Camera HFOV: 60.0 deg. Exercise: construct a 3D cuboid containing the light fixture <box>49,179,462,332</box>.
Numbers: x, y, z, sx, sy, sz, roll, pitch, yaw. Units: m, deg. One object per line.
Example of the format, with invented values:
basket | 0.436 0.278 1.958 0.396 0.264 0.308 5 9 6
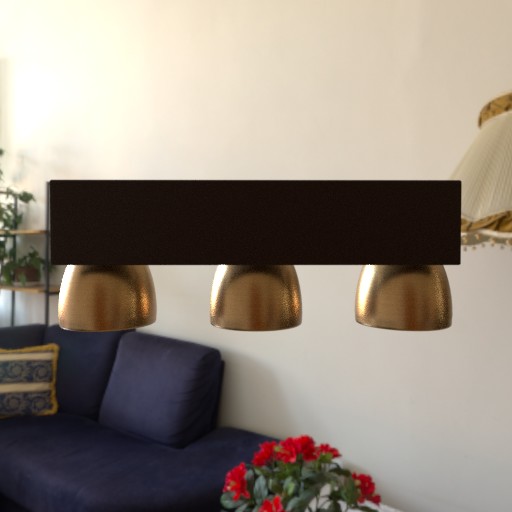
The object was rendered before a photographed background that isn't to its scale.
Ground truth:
light fixture | 0.000 0.000 0.662 0.582 0.204 0.157 0 1 0
